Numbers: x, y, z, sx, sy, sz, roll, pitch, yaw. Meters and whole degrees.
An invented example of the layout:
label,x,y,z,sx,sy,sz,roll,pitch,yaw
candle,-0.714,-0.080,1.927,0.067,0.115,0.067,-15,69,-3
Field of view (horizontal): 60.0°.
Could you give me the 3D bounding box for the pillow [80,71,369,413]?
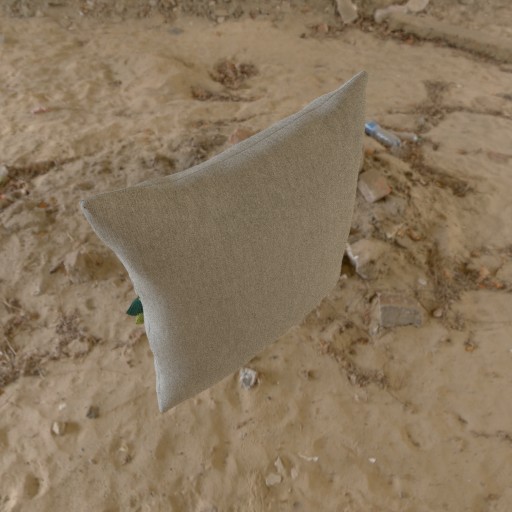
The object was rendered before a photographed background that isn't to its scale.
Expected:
label,x,y,z,sx,sy,sz,roll,pitch,yaw
pillow,0.000,0.000,0.674,0.433,0.436,0.173,-33,55,-27
